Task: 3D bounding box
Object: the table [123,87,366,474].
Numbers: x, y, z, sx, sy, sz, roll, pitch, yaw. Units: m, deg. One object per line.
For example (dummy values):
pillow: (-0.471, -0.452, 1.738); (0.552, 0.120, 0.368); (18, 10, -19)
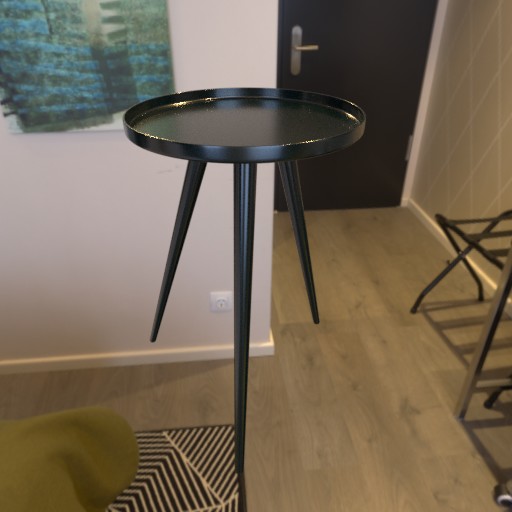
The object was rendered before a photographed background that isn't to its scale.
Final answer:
table: (0.000, 0.000, 0.844); (0.415, 0.548, 0.403); (-21, 37, -30)
